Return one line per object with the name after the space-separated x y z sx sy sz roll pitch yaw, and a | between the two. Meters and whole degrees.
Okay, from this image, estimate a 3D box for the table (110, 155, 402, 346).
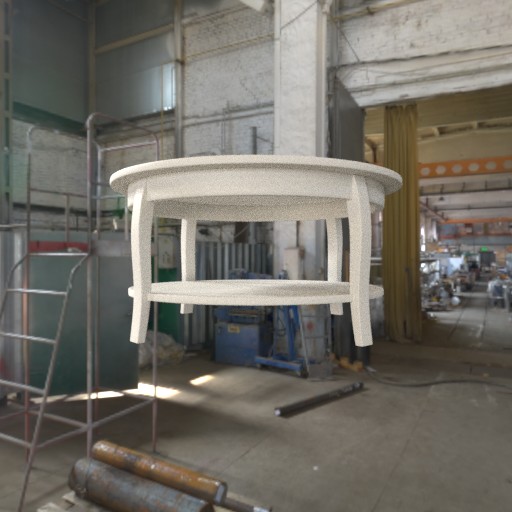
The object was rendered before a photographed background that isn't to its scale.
0.000 0.000 1.454 0.910 0.457 0.910 0 0 0 | table
